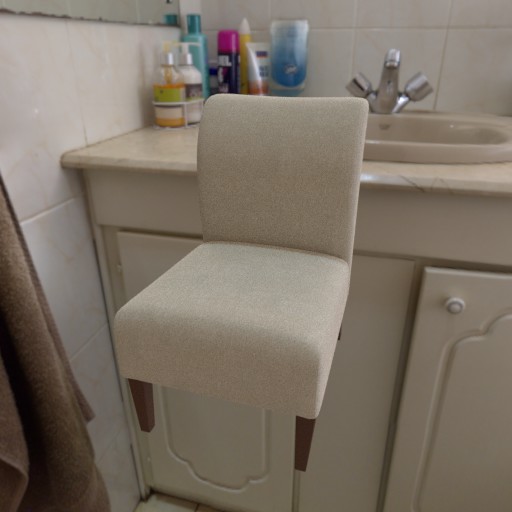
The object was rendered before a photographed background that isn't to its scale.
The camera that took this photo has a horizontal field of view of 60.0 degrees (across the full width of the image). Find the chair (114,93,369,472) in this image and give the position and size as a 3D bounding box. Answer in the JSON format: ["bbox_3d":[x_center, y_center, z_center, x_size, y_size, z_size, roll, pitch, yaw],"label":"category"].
[{"bbox_3d":[0.000,0.000,1.299,0.521,0.833,0.754,7,26,15],"label":"chair"}]
